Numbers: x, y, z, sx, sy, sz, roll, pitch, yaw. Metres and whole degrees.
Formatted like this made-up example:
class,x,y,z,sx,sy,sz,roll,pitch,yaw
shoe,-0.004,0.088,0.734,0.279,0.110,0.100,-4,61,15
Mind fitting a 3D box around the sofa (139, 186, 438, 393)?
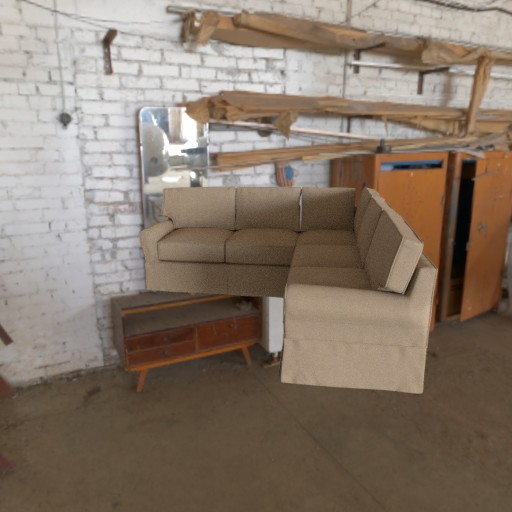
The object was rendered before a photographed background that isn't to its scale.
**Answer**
class,x,y,z,sx,sy,sz,roll,pitch,yaw
sofa,0.000,0.000,4.332,2.730,1.124,2.733,2,15,8
